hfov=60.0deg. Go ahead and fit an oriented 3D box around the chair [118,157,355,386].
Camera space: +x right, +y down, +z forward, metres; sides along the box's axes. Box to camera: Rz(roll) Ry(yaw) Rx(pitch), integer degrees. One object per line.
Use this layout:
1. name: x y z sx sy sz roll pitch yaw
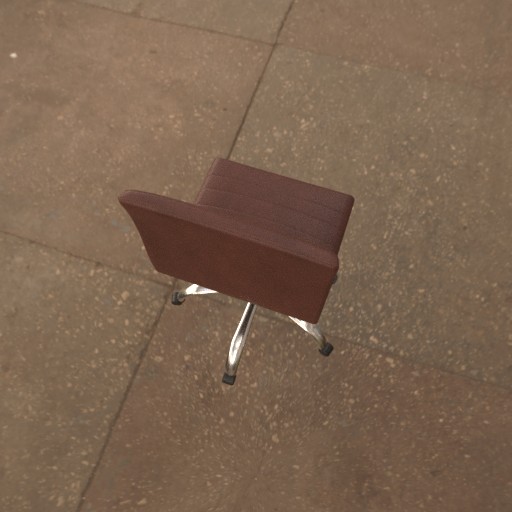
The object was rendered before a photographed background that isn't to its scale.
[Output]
1. chair: 0.000 0.000 1.130 0.556 0.780 0.530 18 65 9
